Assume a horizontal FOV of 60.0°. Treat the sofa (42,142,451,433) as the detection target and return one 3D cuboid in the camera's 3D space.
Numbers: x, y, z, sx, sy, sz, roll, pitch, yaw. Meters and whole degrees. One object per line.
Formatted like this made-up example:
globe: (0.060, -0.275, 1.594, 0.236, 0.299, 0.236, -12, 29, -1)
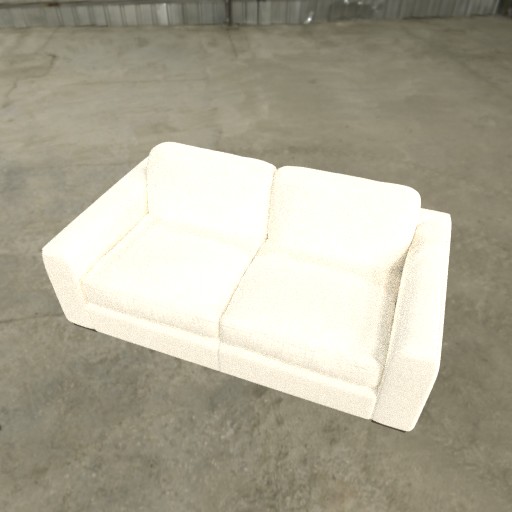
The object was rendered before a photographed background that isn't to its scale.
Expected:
sofa: (0.000, 0.000, 2.394, 1.920, 0.801, 1.069, 14, 43, 15)
